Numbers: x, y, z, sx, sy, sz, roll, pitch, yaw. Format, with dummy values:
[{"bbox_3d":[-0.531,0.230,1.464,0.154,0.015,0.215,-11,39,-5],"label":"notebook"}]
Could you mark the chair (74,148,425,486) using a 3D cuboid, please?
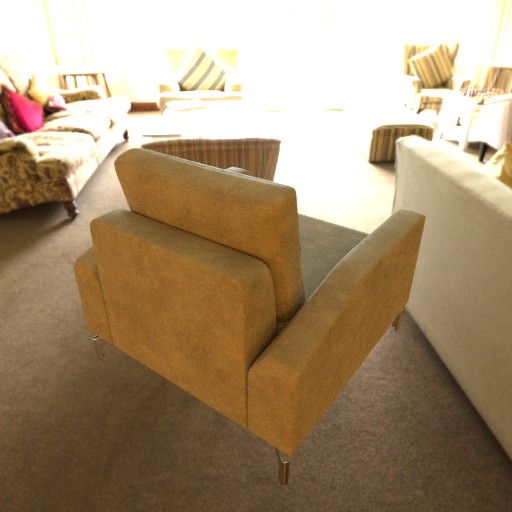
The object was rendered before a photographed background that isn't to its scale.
[{"bbox_3d":[0.000,0.000,1.583,0.900,0.800,0.900,20,36,31],"label":"chair"}]
